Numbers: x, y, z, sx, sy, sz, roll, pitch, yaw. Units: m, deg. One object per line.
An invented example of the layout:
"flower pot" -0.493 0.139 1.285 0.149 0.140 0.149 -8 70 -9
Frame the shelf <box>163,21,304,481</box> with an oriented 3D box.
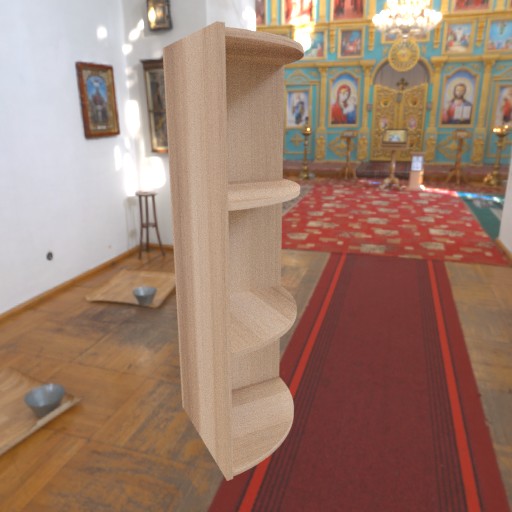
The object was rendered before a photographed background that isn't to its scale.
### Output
"shelf" 0.000 0.000 0.995 0.290 0.872 0.290 -9 19 -26
